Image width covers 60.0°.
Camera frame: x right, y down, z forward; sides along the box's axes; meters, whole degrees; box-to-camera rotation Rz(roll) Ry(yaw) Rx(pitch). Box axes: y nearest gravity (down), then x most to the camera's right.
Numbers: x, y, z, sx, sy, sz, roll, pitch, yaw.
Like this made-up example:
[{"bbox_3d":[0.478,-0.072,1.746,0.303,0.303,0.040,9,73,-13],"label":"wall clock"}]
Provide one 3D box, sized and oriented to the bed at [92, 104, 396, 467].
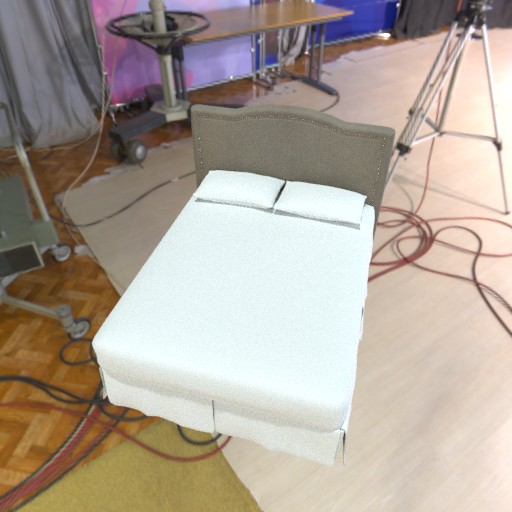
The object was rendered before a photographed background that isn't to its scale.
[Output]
[{"bbox_3d":[0.000,0.000,3.254,1.744,1.441,2.128,11,42,12],"label":"bed"}]
